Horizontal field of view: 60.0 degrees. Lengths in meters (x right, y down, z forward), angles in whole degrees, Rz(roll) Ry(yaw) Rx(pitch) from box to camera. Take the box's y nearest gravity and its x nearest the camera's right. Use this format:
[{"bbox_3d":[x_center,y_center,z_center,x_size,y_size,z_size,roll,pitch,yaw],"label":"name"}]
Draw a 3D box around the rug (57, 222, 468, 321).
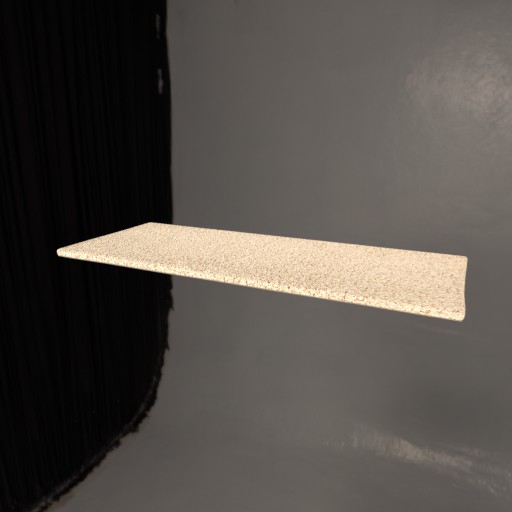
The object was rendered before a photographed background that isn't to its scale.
[{"bbox_3d":[0.000,0.000,1.763,1.524,0.030,0.609,7,18,24],"label":"rug"}]
